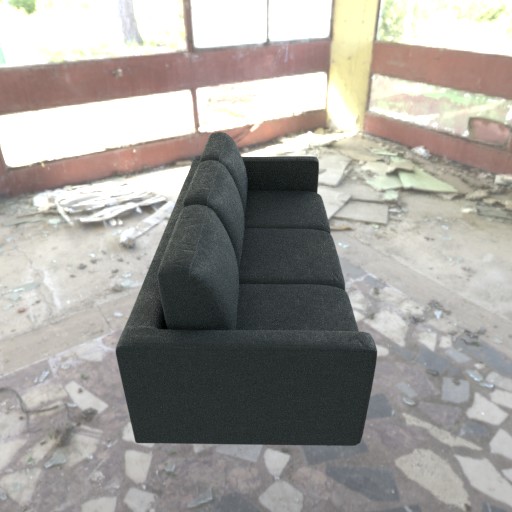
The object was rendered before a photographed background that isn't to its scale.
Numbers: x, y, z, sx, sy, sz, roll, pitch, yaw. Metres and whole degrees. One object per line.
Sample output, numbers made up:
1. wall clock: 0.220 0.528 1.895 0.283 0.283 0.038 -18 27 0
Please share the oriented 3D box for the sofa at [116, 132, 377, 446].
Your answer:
1. sofa: 0.000 0.000 2.481 0.935 0.945 2.013 0 31 1
